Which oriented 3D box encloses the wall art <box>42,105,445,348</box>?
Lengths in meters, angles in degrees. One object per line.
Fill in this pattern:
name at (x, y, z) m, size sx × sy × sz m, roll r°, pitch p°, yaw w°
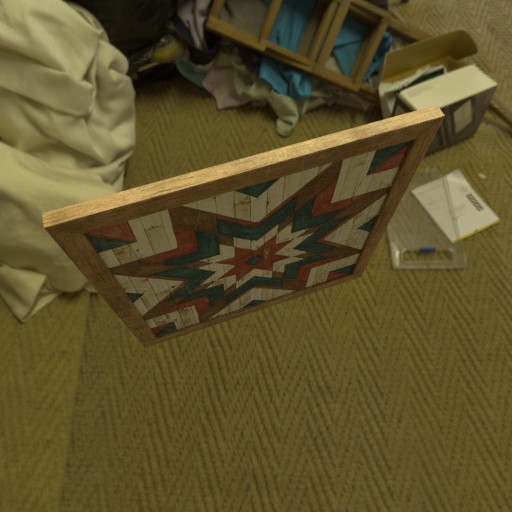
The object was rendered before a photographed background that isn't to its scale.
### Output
wall art at (0.000, 0.000, 1.042) m, size 0.695 × 0.691 × 0.029 m, roll -17°, pitch 64°, yaw -9°
